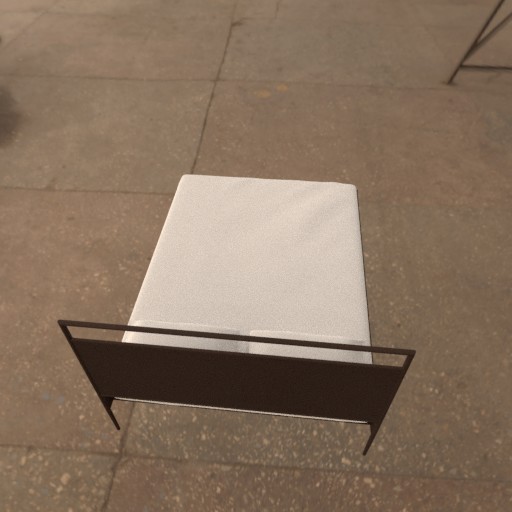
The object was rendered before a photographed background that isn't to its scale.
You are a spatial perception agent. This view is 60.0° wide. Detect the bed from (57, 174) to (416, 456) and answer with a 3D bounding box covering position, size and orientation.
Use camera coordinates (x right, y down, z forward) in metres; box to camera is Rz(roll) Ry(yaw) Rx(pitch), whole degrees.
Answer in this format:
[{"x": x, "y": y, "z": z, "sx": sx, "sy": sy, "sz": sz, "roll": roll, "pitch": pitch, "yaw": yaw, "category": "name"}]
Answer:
[{"x": 0.000, "y": 0.000, "z": 3.071, "sx": 1.572, "sy": 1.173, "sz": 2.122, "roll": 4, "pitch": 46, "yaw": 4, "category": "bed"}]
